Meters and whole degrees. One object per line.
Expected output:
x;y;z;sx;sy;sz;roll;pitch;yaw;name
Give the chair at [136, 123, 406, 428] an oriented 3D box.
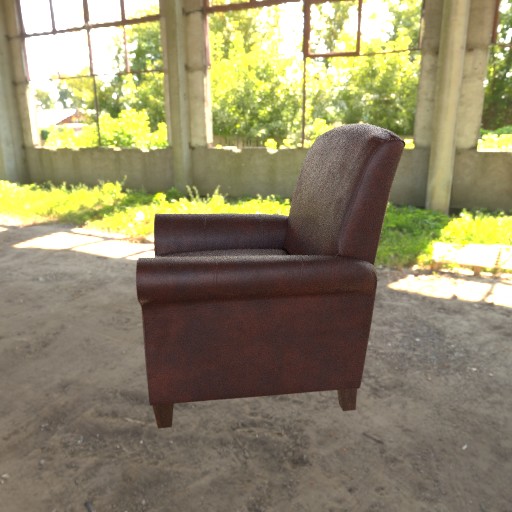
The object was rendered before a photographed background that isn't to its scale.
0.000;0.000;1.848;0.902;1.061;0.978;-2;15;-9;chair
